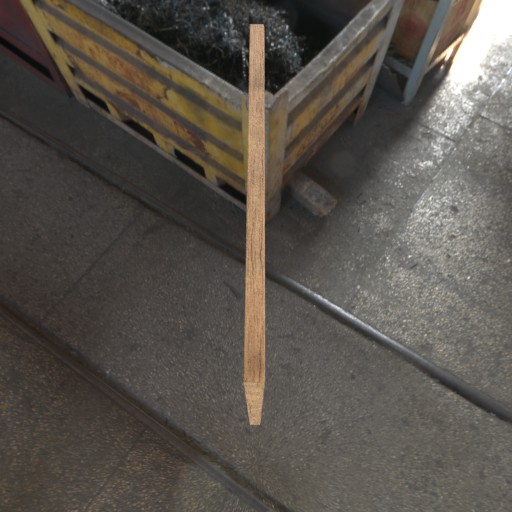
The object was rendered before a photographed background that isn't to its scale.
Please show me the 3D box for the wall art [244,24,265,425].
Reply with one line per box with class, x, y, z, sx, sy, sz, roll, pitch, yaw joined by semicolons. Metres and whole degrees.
wall art;0.000;0.000;1.047;0.029;0.691;0.695;0;65;0
